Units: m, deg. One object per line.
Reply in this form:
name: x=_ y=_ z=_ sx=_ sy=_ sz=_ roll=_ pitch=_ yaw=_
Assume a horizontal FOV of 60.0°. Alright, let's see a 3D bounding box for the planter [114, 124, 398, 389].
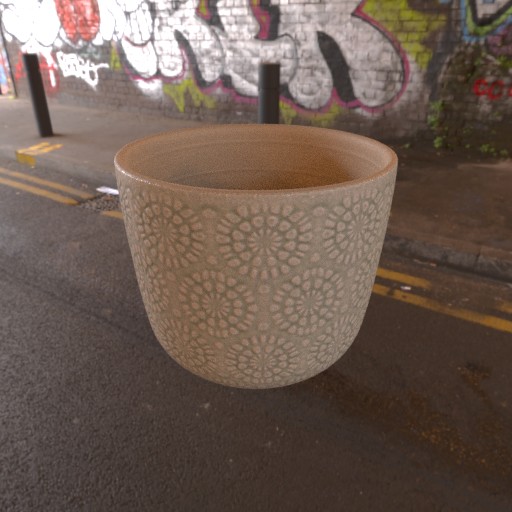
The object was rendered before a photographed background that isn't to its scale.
planter: x=0.000 y=0.000 z=0.225 sx=0.124 sy=0.109 sz=0.124 roll=0 pitch=27 yaw=0
